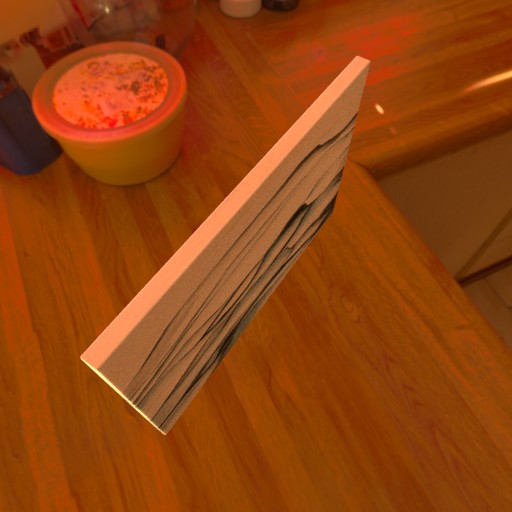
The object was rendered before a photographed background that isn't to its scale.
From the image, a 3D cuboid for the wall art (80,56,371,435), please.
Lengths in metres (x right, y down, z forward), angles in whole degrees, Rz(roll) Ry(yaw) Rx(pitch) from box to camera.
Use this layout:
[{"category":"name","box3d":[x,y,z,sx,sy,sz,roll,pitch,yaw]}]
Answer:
[{"category":"wall art","box3d":[0.000,0.000,1.140,0.039,0.609,0.914,31,64,17]}]
